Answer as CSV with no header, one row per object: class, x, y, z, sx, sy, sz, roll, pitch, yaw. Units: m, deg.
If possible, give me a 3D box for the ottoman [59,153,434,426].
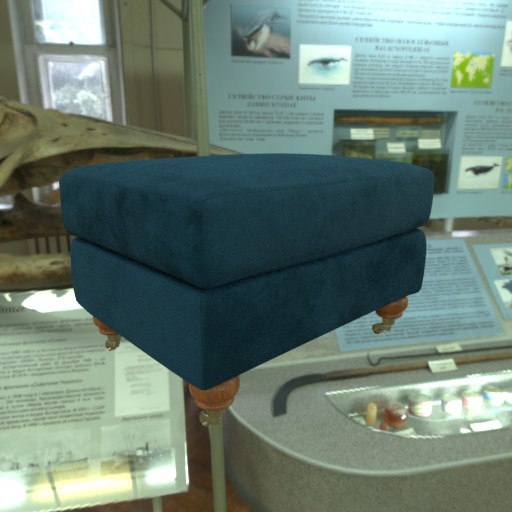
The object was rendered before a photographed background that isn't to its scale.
ottoman,0.000,0.000,1.129,0.773,0.503,0.572,-14,21,-41
